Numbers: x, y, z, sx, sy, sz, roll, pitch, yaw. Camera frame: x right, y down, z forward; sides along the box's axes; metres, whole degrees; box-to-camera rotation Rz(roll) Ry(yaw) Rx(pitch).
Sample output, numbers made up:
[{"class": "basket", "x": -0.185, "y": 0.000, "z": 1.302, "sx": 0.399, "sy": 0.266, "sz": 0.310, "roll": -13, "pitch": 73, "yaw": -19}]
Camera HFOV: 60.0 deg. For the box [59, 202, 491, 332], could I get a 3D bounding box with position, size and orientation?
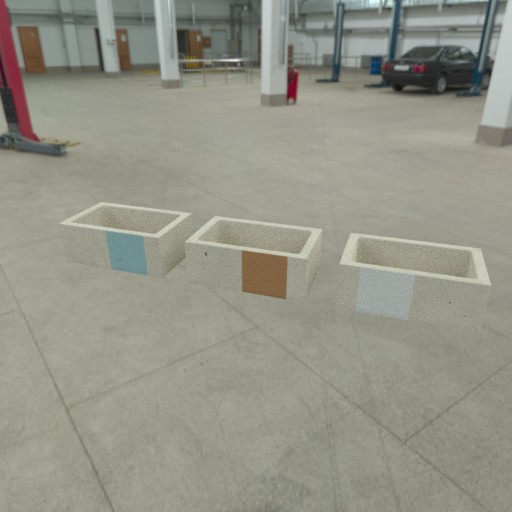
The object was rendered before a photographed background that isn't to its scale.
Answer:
[{"class": "box", "x": 0.000, "y": 0.000, "z": 0.498, "sx": 0.461, "sy": 0.051, "sz": 0.082, "roll": 8, "pitch": 27, "yaw": 17}]
